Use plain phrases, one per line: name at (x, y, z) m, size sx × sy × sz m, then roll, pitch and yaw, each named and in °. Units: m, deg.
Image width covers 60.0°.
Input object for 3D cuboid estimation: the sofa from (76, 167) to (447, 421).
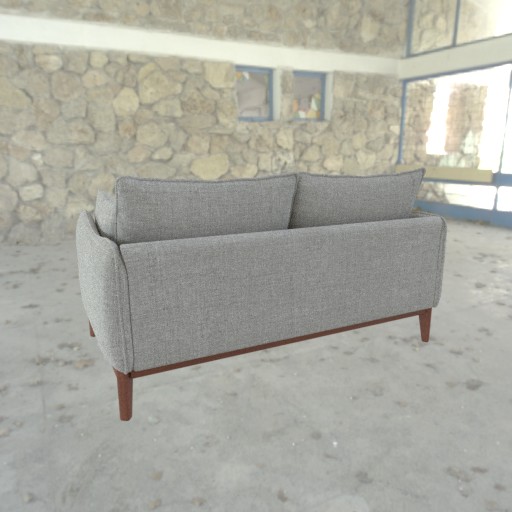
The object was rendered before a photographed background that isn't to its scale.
sofa at (0.000, 0.000, 2.155) m, size 1.580 × 0.851 × 0.972 m, roll -7°, pitch 15°, yaw -26°
